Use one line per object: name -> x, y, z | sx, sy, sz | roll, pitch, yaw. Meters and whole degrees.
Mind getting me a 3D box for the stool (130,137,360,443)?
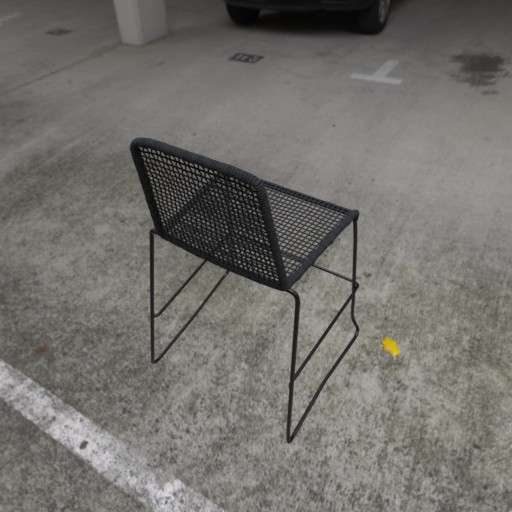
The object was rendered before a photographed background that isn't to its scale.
stool -> 0.000, 0.000, 1.273 | 0.590, 0.905, 0.509 | 23, 48, 22
